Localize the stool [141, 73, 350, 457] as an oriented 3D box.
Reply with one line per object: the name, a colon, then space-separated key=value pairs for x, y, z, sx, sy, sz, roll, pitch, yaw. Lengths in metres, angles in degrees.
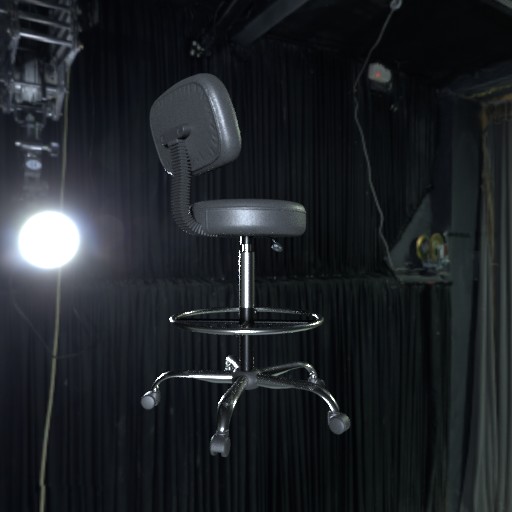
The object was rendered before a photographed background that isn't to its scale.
stool: x=0.000 y=0.000 z=1.549 sx=0.658 sy=1.069 sz=0.694 roll=0 pitch=1 yaw=-37
